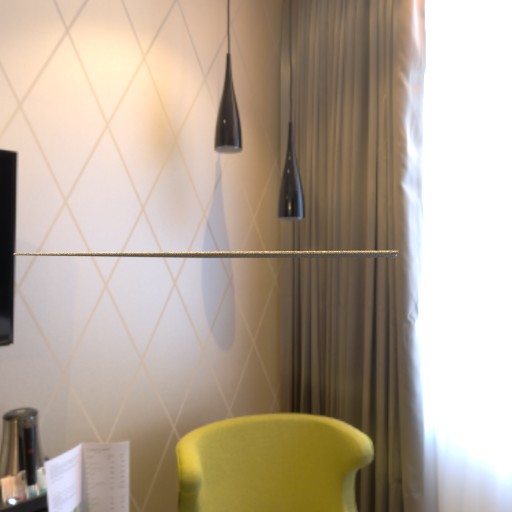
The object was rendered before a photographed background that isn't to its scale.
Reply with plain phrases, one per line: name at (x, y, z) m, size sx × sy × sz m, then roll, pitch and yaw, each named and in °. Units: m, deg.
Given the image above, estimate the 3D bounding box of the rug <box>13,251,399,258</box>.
rug at (0.000, 0.000, 4.039) m, size 2.447 × 0.014 × 3.061 m, roll 0°, pitch -1°, yaw 17°
